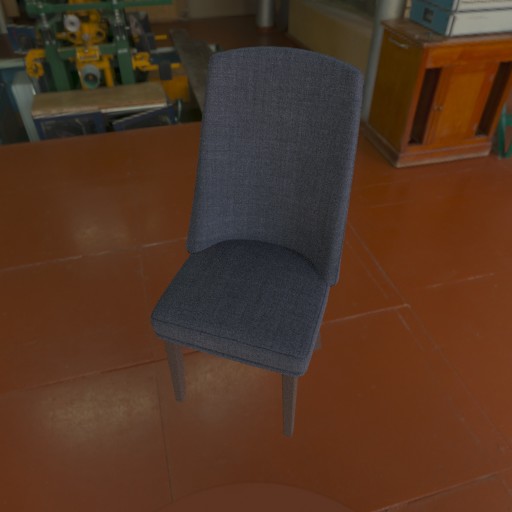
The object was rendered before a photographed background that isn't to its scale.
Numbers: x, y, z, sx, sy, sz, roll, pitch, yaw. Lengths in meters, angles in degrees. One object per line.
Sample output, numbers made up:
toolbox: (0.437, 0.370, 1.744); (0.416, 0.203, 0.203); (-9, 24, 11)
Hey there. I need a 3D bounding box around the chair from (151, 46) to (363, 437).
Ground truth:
chair: (0.000, 0.000, 1.358); (0.510, 1.050, 0.577); (12, 43, 14)
